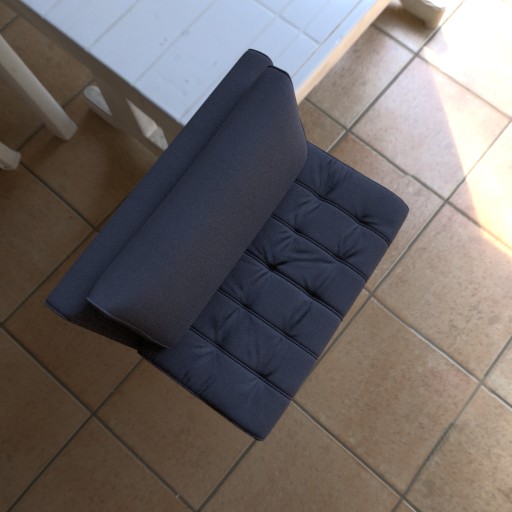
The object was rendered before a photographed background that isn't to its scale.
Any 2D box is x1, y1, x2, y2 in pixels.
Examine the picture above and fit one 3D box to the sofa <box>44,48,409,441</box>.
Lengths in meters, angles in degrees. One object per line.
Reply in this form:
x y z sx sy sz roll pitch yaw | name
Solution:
0.000 0.000 1.852 0.910 0.910 1.220 34 78 8 | sofa
